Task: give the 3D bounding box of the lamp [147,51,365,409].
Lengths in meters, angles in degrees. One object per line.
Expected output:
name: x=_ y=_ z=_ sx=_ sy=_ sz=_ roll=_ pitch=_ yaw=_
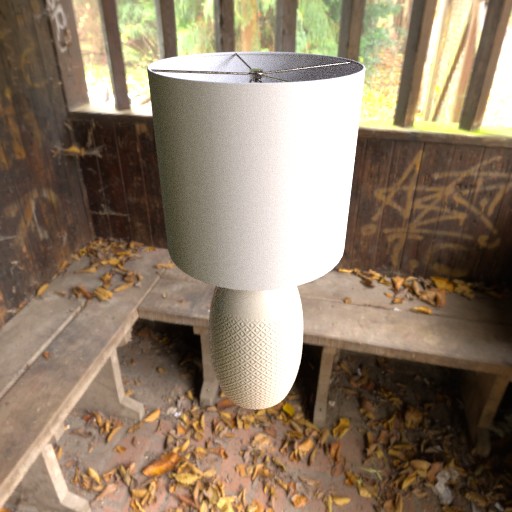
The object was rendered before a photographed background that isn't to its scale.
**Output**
lamp: x=0.000 y=0.000 z=0.565 sx=0.217 sy=0.453 sz=0.217 roll=-8 pitch=32 yaw=-13
